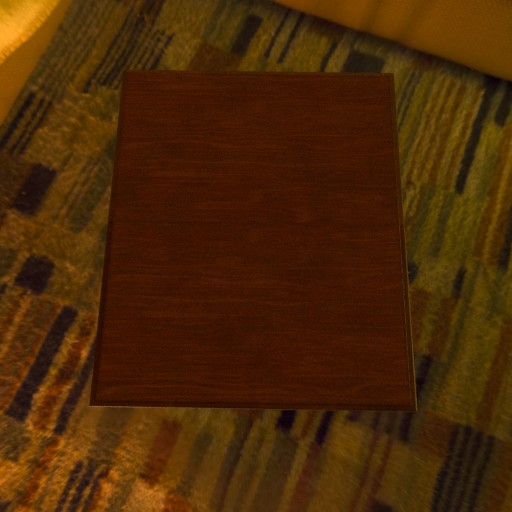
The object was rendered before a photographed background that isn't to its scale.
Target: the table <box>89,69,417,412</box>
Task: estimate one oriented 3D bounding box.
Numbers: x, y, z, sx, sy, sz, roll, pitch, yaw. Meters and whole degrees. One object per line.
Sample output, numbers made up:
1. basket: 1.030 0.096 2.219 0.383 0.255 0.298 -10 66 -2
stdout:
1. table: 0.000 0.000 1.612 0.838 0.761 0.991 1 76 0
